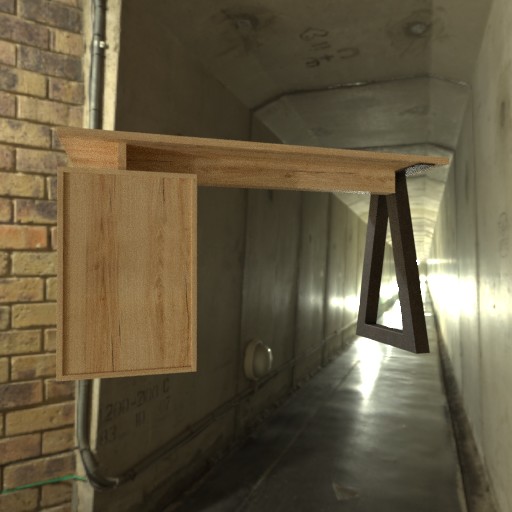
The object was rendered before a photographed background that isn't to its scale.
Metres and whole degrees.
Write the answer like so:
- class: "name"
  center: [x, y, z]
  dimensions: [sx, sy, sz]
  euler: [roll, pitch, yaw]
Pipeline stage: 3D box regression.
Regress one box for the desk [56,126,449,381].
- class: "desk"
  center: [0.000, 0.000, 1.775]
  dimensions: [1.400, 0.760, 0.550]
  euler: [0, -1, -17]
